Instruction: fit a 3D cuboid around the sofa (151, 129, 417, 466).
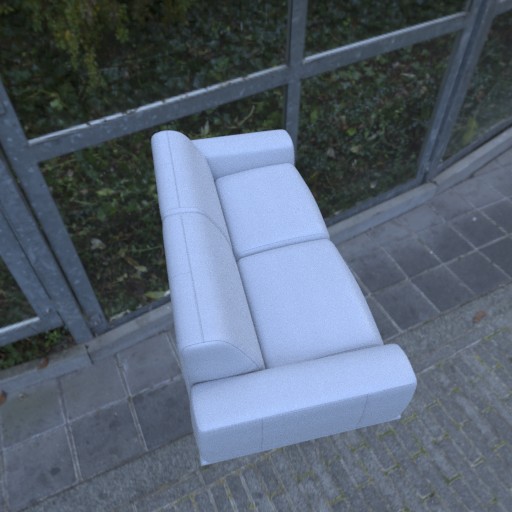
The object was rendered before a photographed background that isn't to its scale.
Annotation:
[{"bbox_3d":[0.000,0.000,2.361,0.900,0.772,1.901,-10,47,-9],"label":"sofa"}]
